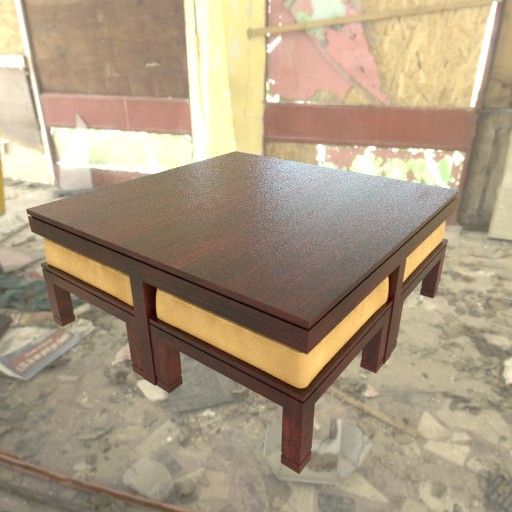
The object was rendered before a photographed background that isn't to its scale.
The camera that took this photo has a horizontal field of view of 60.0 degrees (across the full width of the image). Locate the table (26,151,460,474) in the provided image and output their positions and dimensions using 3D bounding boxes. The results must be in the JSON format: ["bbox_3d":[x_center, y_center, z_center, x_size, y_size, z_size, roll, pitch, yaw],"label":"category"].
[{"bbox_3d":[0.000,0.000,1.320,0.865,0.356,0.865,18,31,33],"label":"table"}]
